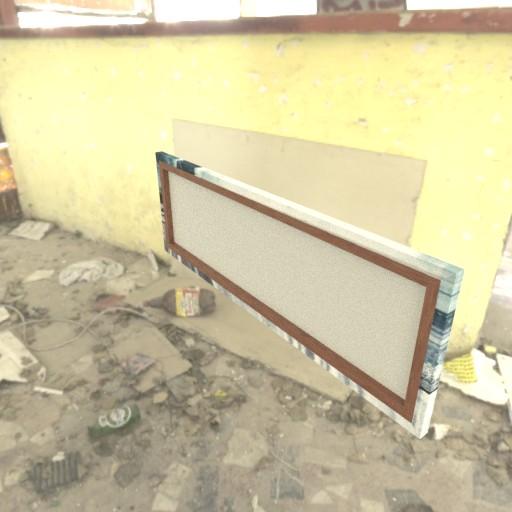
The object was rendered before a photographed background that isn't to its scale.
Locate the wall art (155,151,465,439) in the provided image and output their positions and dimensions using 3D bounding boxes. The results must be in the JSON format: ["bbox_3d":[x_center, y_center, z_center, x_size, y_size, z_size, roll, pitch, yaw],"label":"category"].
[{"bbox_3d":[0.000,0.000,1.650,0.037,0.509,1.524,-18,31,-33],"label":"wall art"}]
